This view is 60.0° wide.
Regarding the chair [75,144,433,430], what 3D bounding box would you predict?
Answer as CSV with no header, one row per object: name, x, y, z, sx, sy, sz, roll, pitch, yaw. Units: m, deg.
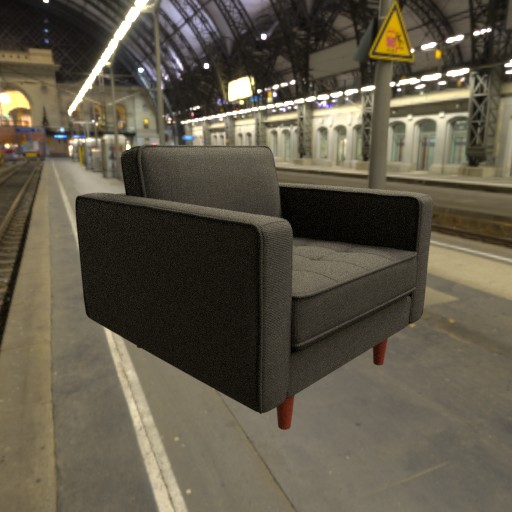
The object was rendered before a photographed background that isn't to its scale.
chair,0.000,0.000,1.575,0.919,0.770,0.899,13,19,43
